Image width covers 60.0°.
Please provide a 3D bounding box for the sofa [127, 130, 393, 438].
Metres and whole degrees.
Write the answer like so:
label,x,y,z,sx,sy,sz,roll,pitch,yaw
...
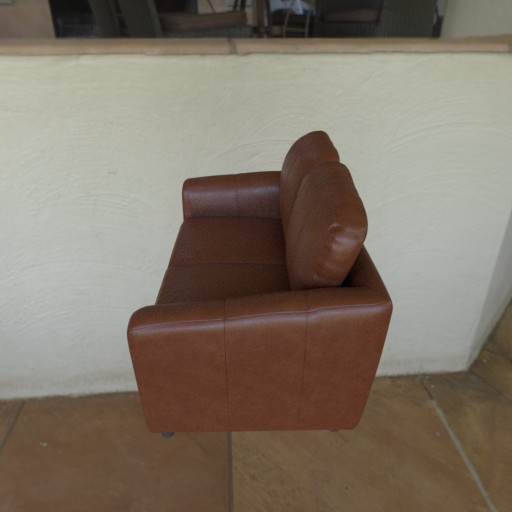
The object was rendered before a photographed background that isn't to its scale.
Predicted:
label,x,y,z,sx,sy,sz,roll,pitch,yaw
sofa,0.000,0.000,1.959,0.805,0.906,1.406,0,28,-1
